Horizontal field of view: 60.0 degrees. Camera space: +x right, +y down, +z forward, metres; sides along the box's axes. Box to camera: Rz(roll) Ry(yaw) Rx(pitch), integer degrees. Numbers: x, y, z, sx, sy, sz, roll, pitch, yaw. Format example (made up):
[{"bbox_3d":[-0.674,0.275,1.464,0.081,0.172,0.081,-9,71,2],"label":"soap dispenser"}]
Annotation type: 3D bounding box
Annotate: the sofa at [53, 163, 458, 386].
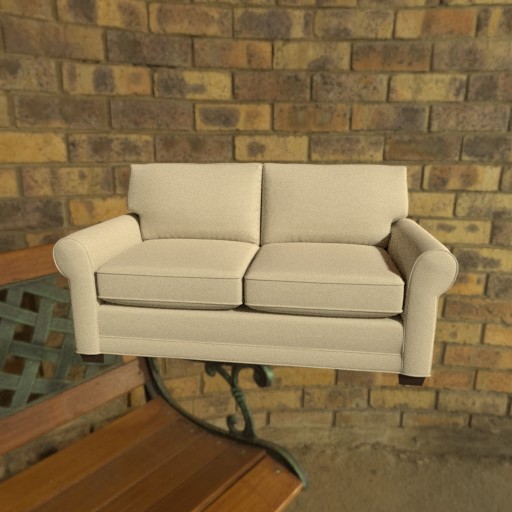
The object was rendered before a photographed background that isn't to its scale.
[{"bbox_3d":[0.000,0.000,2.319,1.774,0.933,0.861,2,14,8],"label":"sofa"}]
